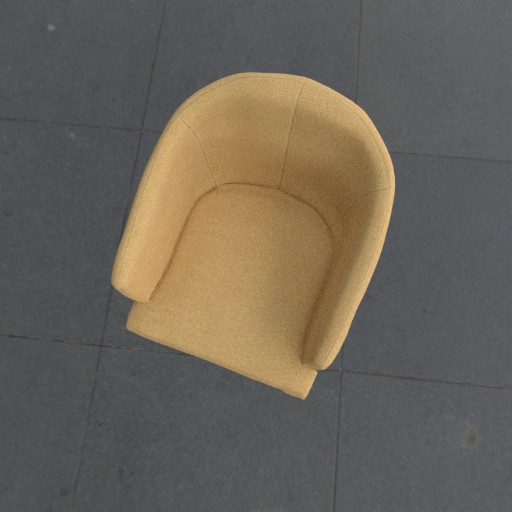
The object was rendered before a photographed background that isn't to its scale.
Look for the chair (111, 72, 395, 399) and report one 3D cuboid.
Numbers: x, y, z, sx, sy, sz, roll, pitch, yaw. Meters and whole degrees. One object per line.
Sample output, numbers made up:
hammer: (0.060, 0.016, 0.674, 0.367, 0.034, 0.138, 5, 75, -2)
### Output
chair: (0.000, 0.000, 1.283, 0.583, 0.811, 0.655, 20, 77, 5)
